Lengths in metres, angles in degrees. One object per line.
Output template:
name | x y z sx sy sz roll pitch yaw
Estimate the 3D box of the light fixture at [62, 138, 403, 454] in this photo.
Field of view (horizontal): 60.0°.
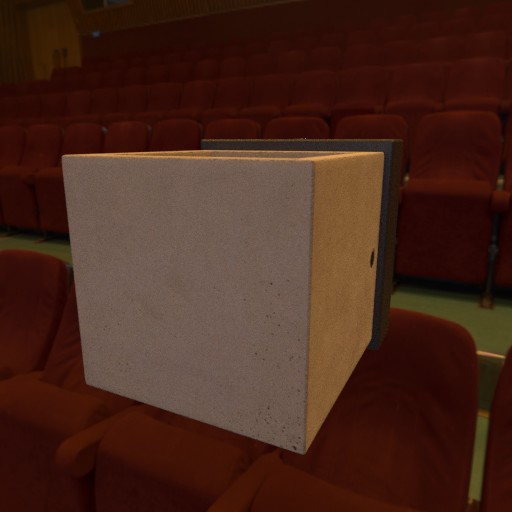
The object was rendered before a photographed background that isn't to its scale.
light fixture | 0.000 0.000 0.237 0.121 0.121 0.143 7 16 26
